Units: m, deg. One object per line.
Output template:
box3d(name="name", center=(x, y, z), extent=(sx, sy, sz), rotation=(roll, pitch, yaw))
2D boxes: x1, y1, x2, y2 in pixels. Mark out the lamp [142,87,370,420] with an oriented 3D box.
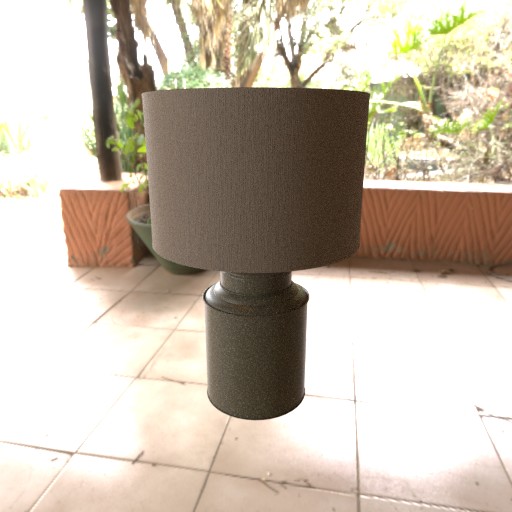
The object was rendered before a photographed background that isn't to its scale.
box3d(name="lamp", center=(0.000, 0.000, 0.704), extent=(0.318, 0.486, 0.318), rotation=(0, 17, 0))
